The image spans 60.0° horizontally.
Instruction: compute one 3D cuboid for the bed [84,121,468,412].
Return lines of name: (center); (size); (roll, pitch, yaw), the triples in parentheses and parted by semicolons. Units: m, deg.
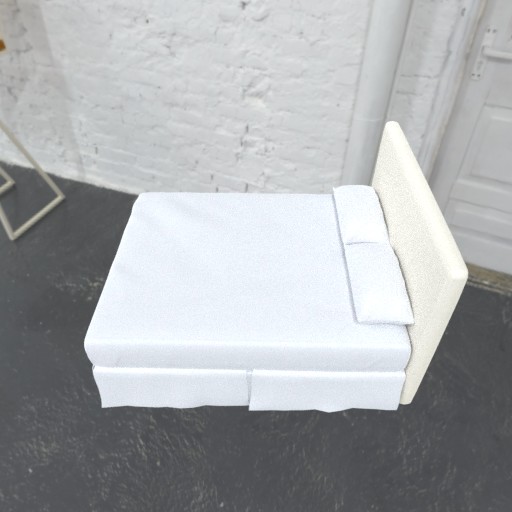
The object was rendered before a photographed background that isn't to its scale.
bed: (0.000, 0.000, 3.191); (2.142, 1.330, 1.713); (1, 42, 1)
